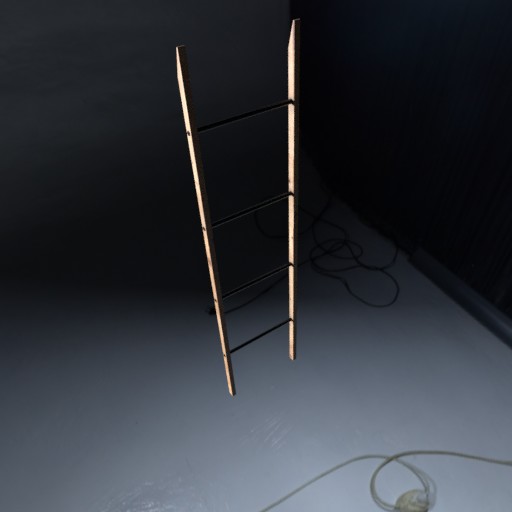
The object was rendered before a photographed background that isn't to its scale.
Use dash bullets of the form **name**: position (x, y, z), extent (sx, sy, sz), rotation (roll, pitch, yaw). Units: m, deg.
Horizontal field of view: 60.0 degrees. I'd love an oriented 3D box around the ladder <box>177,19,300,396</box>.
- **ladder**: position (0.000, 0.000, 1.943), extent (0.442, 1.805, 0.200), rotation (-25, 51, -22)
